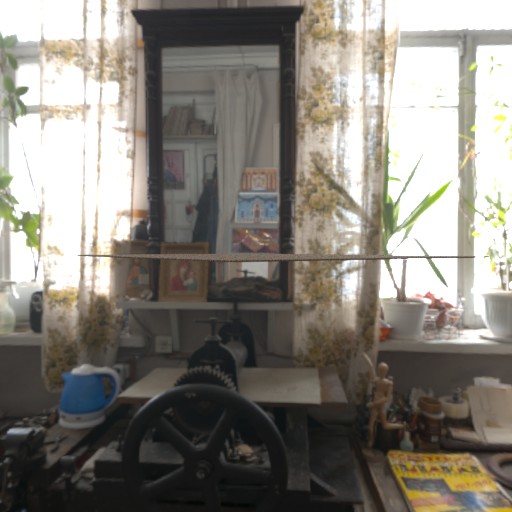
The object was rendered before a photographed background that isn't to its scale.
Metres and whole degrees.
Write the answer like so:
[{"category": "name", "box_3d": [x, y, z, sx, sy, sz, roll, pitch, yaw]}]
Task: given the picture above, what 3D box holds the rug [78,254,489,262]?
[{"category": "rug", "box_3d": [0.000, 0.000, 4.073, 2.439, 0.013, 3.048, -1, 1, -36]}]
